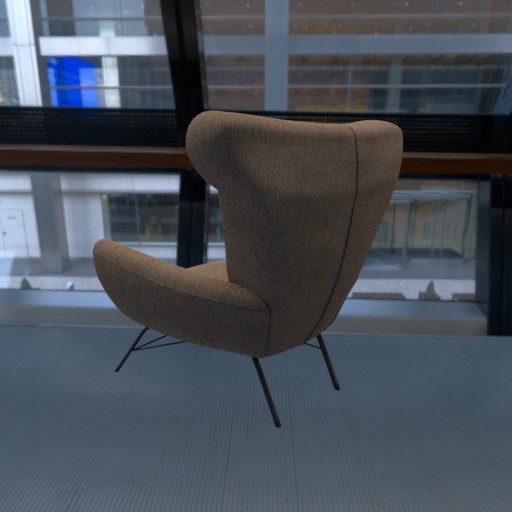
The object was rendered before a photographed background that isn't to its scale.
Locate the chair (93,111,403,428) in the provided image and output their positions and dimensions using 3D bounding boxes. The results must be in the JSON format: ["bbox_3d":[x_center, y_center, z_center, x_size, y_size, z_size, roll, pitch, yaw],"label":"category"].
[{"bbox_3d":[0.000,0.000,1.738,0.980,1.040,0.900,-14,21,-42],"label":"chair"}]
